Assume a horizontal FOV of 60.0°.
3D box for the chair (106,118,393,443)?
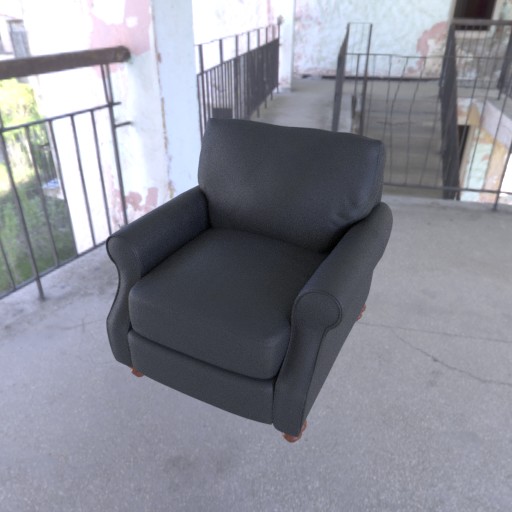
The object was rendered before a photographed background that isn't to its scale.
[{"bbox_3d":[0.000,0.000,1.854,1.015,0.960,1.027,17,34,28],"label":"chair"}]
